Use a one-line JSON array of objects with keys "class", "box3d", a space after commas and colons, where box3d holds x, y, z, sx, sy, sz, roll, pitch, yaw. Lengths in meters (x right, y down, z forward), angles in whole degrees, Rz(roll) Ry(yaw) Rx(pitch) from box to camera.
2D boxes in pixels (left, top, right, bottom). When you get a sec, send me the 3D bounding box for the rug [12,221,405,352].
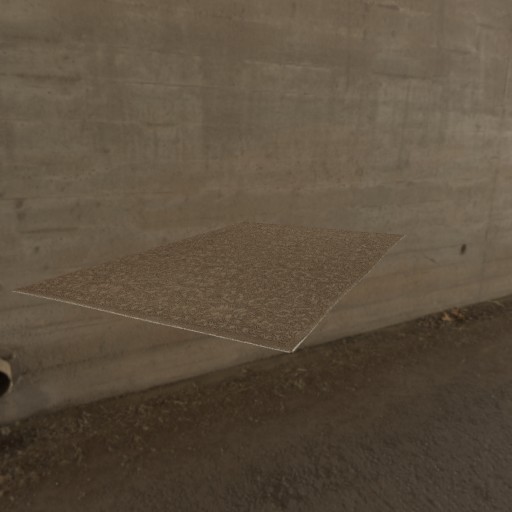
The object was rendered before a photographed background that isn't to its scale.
[{"class": "rug", "box3d": [0.000, 0.000, 2.940, 1.529, 0.012, 2.435, 7, 15, 26]}]
